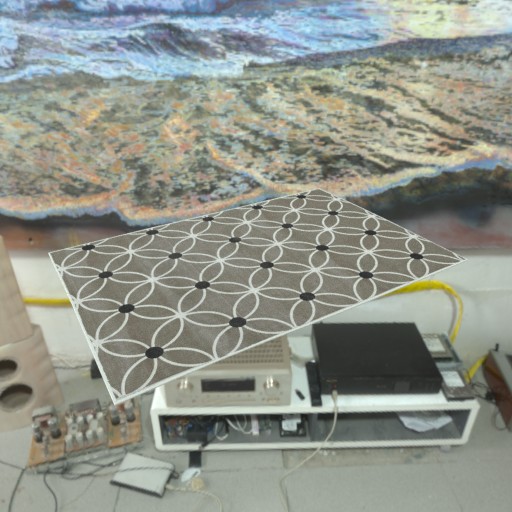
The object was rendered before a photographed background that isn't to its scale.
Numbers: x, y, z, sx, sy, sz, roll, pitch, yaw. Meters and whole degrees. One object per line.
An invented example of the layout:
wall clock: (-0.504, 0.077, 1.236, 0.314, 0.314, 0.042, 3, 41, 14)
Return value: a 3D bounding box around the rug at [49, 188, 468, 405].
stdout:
rug: (0.000, 0.000, 2.884, 2.284, 0.008, 1.522, -17, 33, -27)
